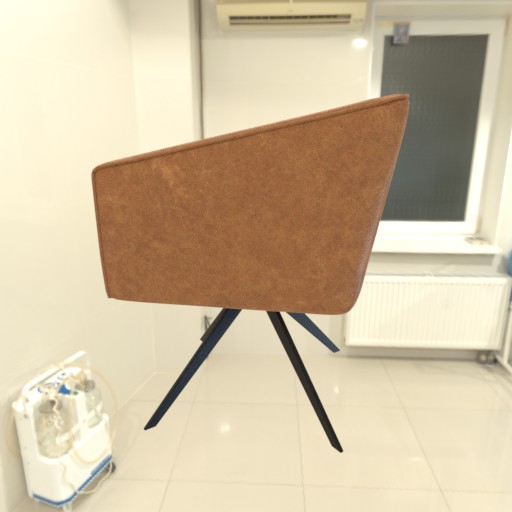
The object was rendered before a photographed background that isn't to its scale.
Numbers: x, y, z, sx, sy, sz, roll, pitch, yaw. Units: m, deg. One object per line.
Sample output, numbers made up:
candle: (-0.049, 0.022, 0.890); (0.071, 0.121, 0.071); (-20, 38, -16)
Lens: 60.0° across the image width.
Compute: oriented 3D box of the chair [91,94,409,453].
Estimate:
chair: (0.000, 0.000, 1.163); (0.625, 0.760, 0.588); (3, 16, 9)
